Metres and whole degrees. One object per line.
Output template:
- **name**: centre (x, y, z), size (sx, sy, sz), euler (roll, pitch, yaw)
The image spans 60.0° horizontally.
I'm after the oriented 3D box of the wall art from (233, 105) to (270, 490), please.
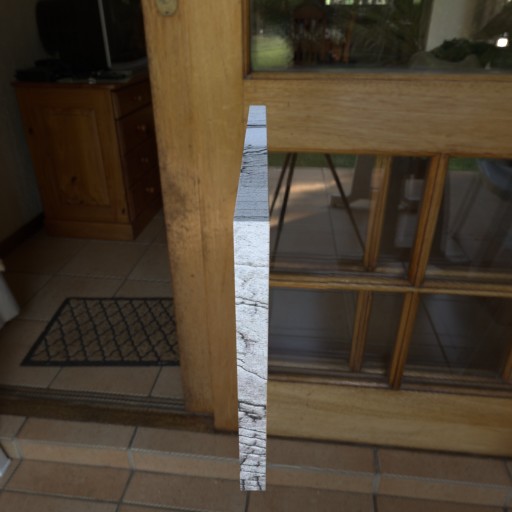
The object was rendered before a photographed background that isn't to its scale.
- **wall art**: centre (0.000, 0.000, 0.786), size (0.035, 0.407, 0.613), euler (0, 29, 1)
